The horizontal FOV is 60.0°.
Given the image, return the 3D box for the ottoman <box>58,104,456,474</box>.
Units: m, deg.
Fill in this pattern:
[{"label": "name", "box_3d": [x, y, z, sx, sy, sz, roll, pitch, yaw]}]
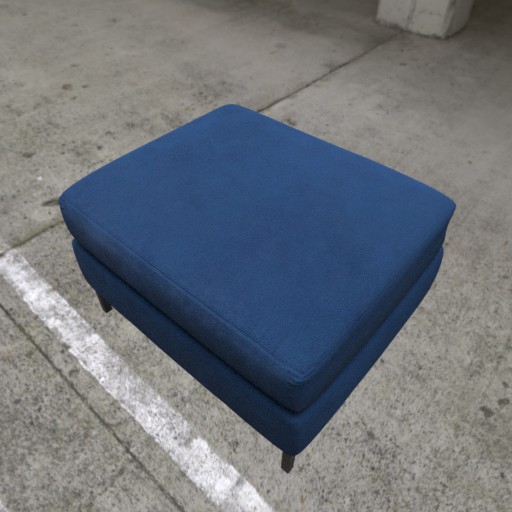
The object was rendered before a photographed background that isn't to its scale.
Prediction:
[{"label": "ottoman", "box_3d": [0.000, 0.000, 1.192, 0.794, 0.485, 0.655, 32, 54, 27]}]
